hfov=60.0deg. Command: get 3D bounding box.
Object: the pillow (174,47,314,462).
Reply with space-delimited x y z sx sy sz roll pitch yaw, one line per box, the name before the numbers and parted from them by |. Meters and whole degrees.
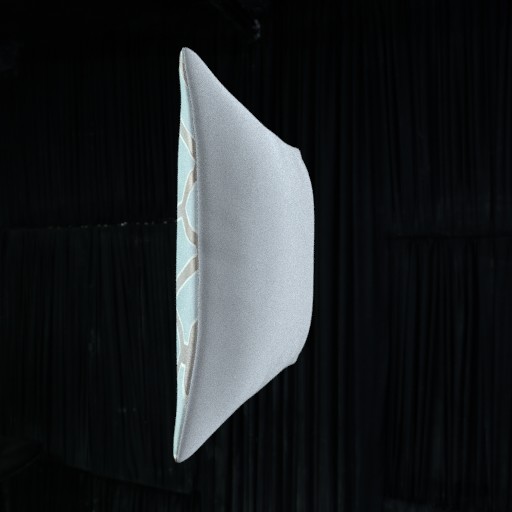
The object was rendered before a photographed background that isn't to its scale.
pillow | 0.000 0.000 0.797 0.166 0.508 0.552 0 0 20
